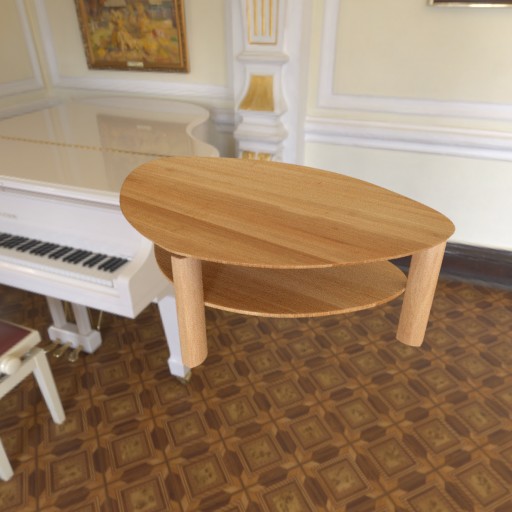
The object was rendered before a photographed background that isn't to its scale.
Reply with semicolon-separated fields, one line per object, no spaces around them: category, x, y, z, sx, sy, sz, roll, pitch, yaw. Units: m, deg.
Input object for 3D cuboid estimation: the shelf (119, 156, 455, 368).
shelf;0.000;0.000;1.628;1.246;0.440;0.845;18;34;29
